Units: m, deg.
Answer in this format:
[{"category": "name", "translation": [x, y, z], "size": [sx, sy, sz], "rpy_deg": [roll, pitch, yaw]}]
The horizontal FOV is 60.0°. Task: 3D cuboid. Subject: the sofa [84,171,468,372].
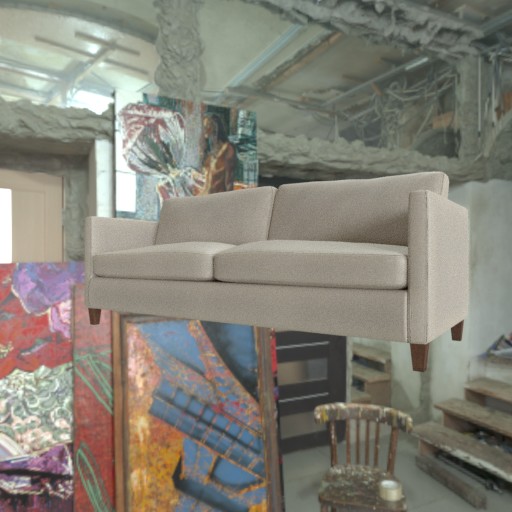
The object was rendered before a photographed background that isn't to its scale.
[{"category": "sofa", "translation": [0.000, 0.000, 2.843], "size": [2.361, 0.968, 0.951], "rpy_deg": [0, 0, 34]}]
